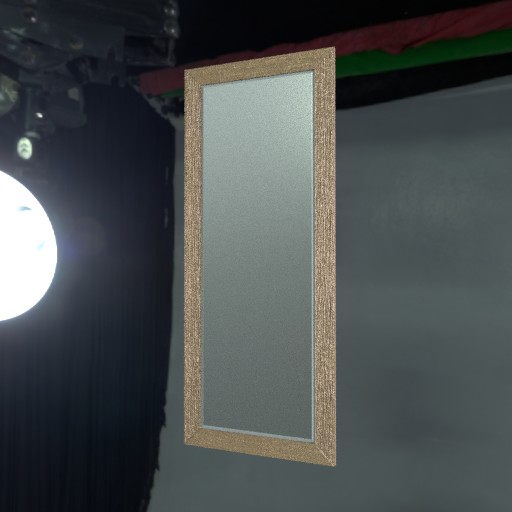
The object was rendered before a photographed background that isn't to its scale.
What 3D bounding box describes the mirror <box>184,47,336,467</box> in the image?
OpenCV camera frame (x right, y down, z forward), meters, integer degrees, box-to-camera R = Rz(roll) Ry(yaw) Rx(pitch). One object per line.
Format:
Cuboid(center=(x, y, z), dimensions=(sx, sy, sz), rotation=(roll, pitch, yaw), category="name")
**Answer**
Cuboid(center=(0.000, 0.000, 2.287), dimensions=(0.812, 2.031, 0.026), rotation=(0, -1, 19), category="mirror")
